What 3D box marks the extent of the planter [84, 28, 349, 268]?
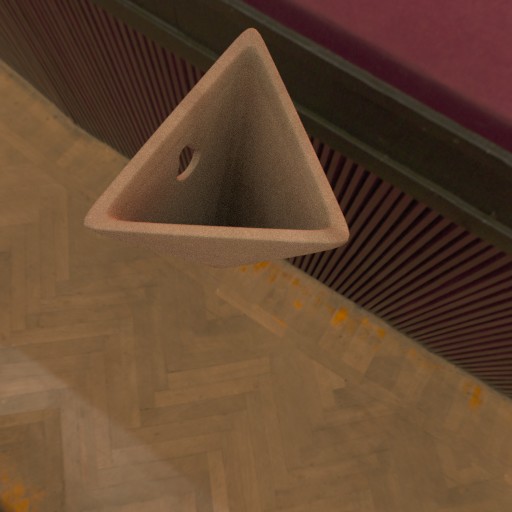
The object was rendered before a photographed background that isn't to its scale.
[{"bbox_3d":[0.000,0.000,0.265,0.081,0.224,0.101,34,77,9],"label":"planter"}]
